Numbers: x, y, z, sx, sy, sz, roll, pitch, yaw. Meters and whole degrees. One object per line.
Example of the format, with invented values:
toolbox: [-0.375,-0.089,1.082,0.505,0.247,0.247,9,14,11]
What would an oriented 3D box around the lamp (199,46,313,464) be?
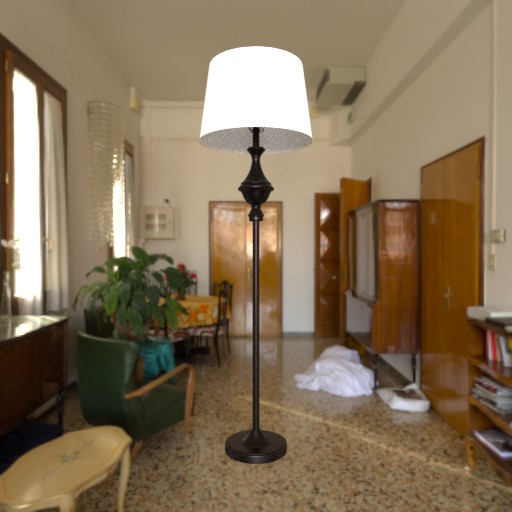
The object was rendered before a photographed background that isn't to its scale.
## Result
lamp: [0.000,0.000,1.694,0.431,1.484,0.431,0,1,0]
